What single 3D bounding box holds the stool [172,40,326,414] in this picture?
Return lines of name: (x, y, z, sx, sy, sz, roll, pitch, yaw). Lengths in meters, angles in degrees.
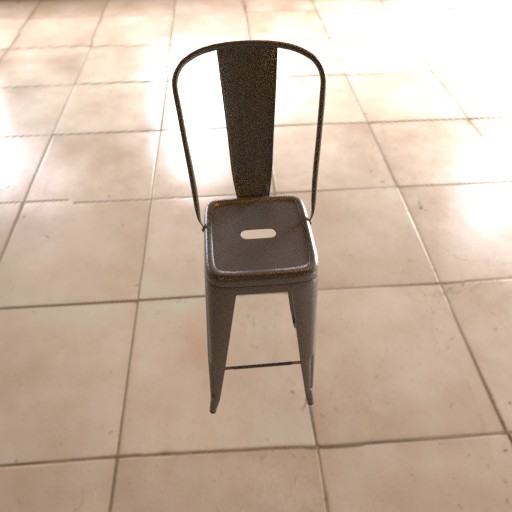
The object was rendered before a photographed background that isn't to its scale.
stool: (0.000, 0.000, 1.373, 0.399, 1.096, 0.513, -4, 48, -3)
